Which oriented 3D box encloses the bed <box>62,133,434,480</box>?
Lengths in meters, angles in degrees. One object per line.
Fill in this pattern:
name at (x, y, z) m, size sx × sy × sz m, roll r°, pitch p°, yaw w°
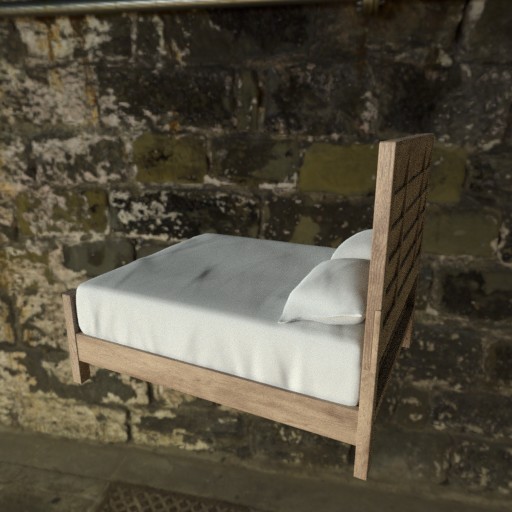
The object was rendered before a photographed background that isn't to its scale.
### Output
bed at (0.000, 0.000, 3.083) m, size 2.017 × 1.631 × 1.615 m, roll 8°, pitch 18°, yaw 25°
